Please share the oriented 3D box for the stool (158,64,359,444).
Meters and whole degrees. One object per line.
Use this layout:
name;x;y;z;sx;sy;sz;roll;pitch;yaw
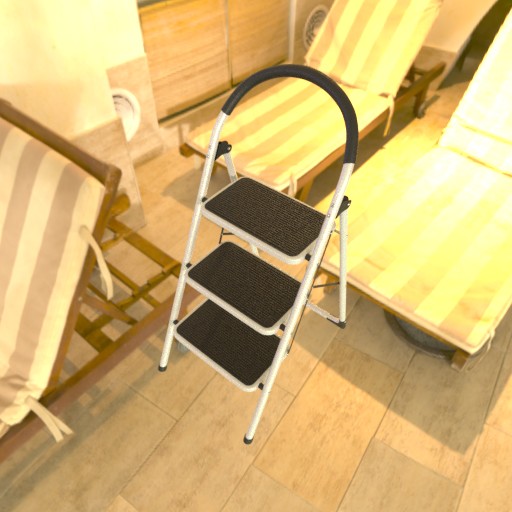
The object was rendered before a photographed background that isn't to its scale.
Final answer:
stool;0.000;0.000;1.475;0.485;1.109;0.676;30;53;26
